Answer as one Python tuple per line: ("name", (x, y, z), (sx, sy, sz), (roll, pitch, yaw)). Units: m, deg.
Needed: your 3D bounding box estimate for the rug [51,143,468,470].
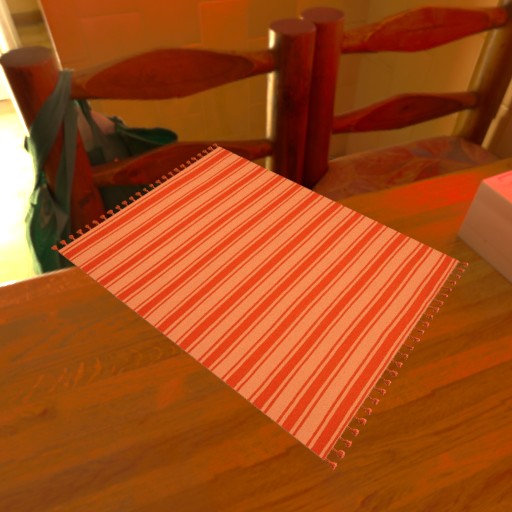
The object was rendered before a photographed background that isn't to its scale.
("rug", (0.000, 0.000, 4.399), (3.369, 0.035, 2.451), (31, 54, 26))
